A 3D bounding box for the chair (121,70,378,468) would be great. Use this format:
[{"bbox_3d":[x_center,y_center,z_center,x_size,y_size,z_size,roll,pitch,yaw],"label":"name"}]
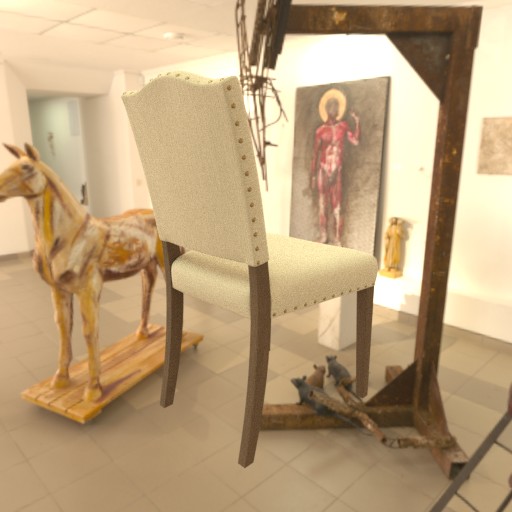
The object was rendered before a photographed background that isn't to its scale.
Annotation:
[{"bbox_3d":[0.000,0.000,1.374,0.619,1.015,0.508,-14,20,-43],"label":"chair"}]
